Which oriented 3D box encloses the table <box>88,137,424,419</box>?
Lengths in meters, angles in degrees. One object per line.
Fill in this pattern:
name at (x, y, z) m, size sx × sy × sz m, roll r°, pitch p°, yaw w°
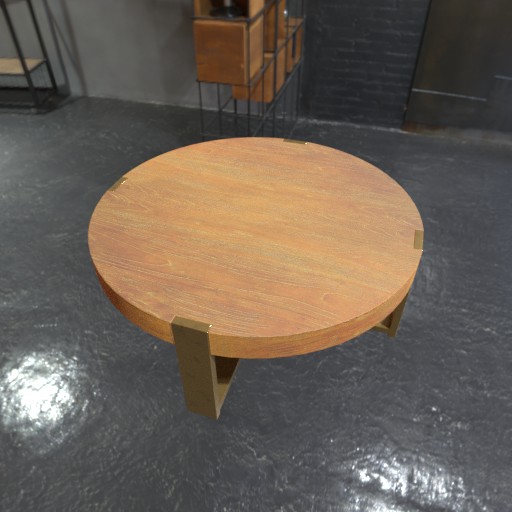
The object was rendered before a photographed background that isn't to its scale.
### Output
table at (0.000, 0.000, 1.651) m, size 1.100 × 0.420 × 1.100 m, roll 0°, pitch 41°, yaw 0°
